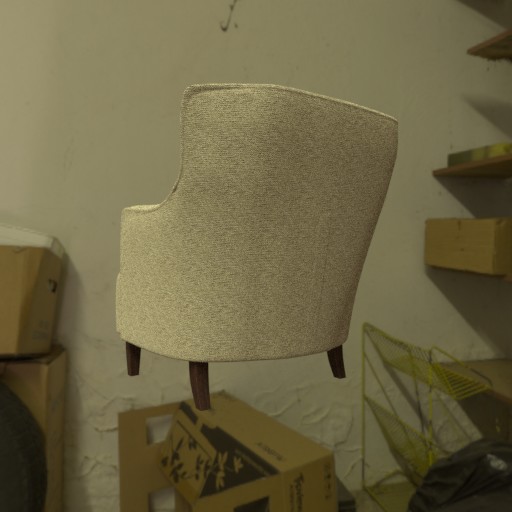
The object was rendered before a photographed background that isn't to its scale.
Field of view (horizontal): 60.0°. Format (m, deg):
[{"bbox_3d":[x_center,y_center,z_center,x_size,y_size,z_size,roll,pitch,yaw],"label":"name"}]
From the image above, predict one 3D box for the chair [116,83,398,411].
[{"bbox_3d":[0.000,0.000,1.638,0.820,0.920,0.910,0,0,-36],"label":"chair"}]
